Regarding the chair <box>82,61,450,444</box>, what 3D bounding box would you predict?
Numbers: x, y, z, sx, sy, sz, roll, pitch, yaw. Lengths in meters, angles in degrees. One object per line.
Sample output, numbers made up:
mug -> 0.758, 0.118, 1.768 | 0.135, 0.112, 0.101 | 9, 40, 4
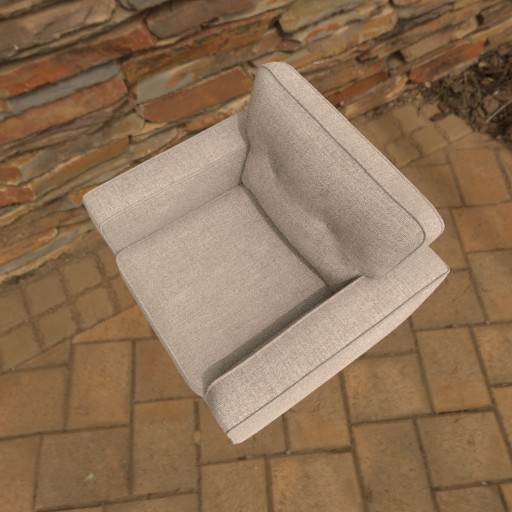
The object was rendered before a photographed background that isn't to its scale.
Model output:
chair -> 0.000, 0.000, 1.706 | 0.939, 0.965, 1.015 | -32, 69, -14
